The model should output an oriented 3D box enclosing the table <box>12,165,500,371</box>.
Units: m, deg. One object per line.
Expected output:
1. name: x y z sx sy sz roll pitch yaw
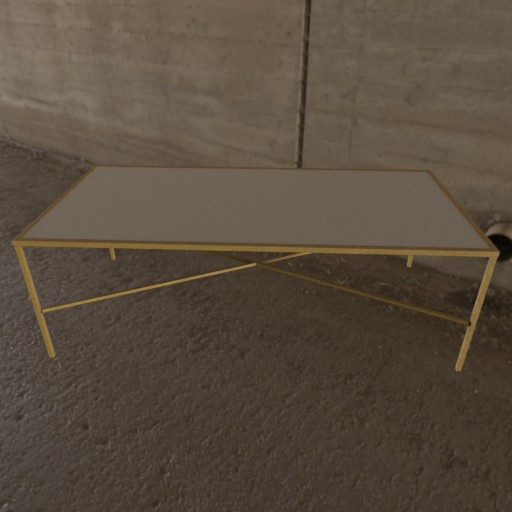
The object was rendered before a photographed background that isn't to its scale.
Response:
1. table: 0.000 0.000 1.444 1.206 0.398 0.580 1 31 2
